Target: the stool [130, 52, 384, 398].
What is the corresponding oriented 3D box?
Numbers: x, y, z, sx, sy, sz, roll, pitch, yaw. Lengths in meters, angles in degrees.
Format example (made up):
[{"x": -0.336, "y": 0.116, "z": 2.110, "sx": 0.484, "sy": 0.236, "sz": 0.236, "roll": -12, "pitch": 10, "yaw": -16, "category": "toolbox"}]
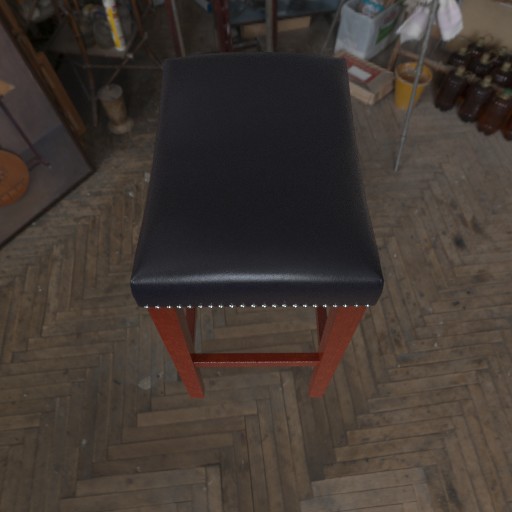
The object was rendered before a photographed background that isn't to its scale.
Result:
[{"x": 0.000, "y": 0.000, "z": 1.033, "sx": 0.372, "sy": 0.742, "sz": 0.504, "roll": 0, "pitch": 59, "yaw": 0, "category": "stool"}]
